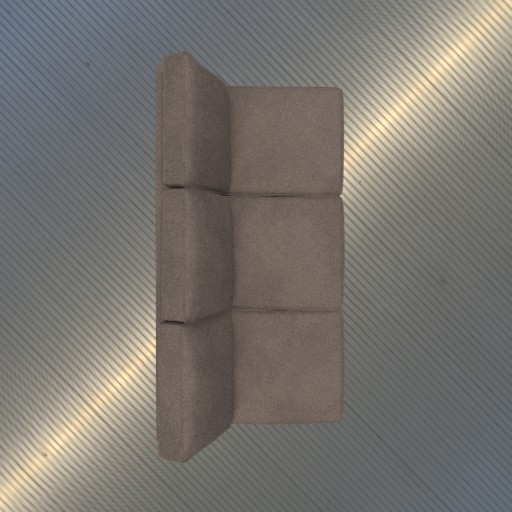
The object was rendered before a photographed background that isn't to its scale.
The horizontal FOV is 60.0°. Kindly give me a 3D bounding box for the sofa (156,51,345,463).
[{"bbox_3d":[0.000,0.000,2.540,1.027,0.973,1.962,0,90,0],"label":"sofa"}]
